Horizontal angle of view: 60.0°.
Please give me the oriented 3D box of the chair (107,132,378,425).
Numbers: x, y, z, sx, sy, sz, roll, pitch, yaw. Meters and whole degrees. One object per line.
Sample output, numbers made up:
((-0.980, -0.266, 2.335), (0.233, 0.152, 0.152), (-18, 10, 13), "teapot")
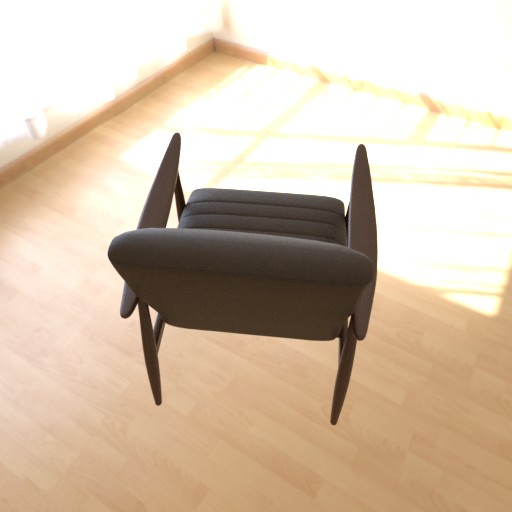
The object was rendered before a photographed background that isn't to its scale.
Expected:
((0.000, 0.000, 1.459), (0.741, 0.831, 0.798), (5, 48, 4), "chair")
